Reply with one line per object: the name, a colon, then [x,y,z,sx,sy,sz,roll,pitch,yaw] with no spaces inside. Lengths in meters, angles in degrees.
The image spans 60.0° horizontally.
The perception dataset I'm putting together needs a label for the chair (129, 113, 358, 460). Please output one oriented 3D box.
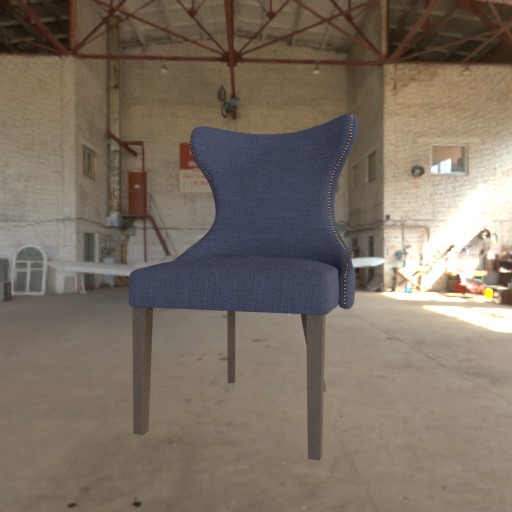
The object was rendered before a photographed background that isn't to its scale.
chair: [0.000,0.000,1.419,0.628,0.967,0.635,0,1,18]
